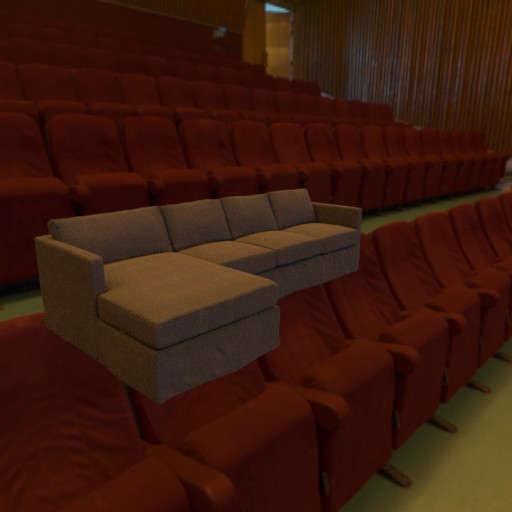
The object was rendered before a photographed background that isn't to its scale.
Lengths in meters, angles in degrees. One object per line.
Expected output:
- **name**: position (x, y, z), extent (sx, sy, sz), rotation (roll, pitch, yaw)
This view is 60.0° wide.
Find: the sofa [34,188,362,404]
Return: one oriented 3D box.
- **sofa**: position (0.000, 0.000, 3.956), extent (1.650, 0.922, 3.205), rotation (13, 19, 43)
